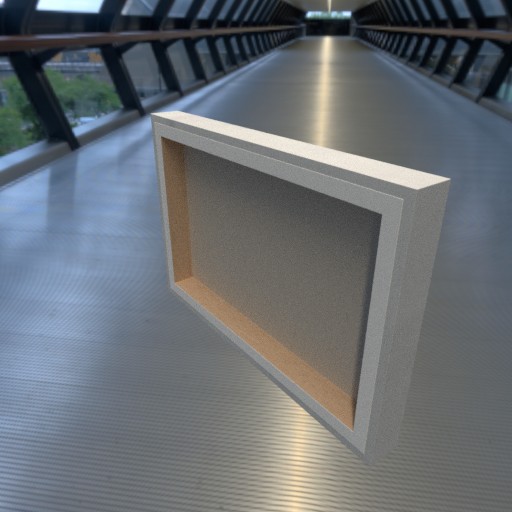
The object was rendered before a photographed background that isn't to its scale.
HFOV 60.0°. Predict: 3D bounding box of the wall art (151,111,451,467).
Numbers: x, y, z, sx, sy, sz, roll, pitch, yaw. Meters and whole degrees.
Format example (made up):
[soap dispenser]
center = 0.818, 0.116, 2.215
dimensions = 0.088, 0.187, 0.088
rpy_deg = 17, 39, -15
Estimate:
[wall art]
center = 0.000, 0.000, 0.479
dimensions = 0.038, 0.254, 0.381
rpy_deg = -19, 32, -33
